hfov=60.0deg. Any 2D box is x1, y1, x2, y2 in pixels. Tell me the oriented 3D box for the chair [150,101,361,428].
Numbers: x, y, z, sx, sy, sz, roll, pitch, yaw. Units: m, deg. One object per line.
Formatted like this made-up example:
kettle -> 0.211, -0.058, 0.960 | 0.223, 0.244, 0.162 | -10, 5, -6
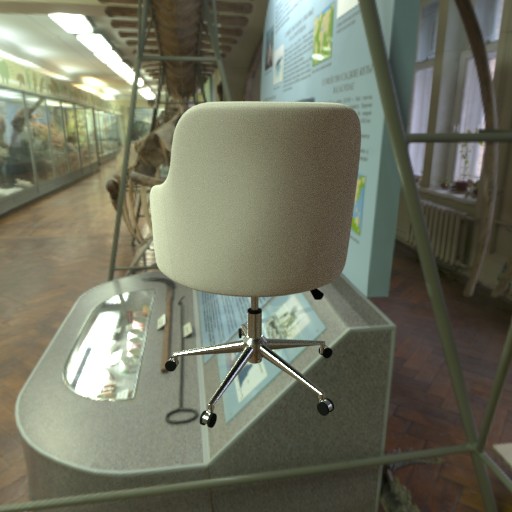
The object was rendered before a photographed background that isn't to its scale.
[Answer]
chair -> 0.000, 0.000, 1.293 | 0.602, 0.819, 0.647 | -2, 16, -8
